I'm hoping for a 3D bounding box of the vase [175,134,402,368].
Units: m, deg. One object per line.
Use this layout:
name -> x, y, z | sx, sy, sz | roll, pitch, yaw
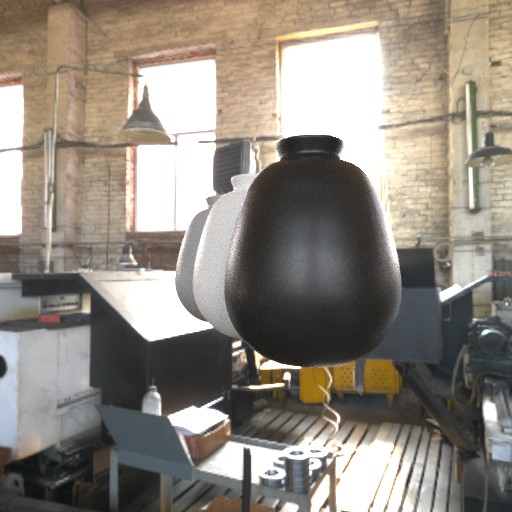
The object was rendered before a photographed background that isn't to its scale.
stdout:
vase -> 0.000, 0.000, 0.346 | 0.097, 0.122, 0.297 | 1, -2, -18
